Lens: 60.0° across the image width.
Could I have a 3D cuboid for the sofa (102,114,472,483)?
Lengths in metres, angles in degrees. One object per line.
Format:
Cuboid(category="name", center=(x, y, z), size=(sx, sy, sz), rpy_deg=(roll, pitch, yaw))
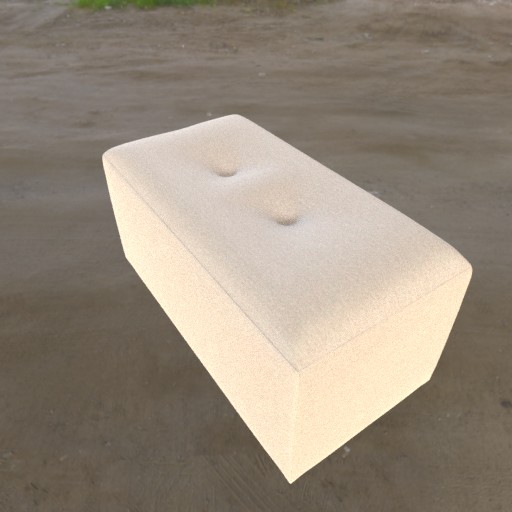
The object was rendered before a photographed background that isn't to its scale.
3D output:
Cuboid(category="sofa", center=(0.000, 0.000, 1.202), size=(0.480, 0.470, 0.930), rpy_deg=(-24, 46, -26))
